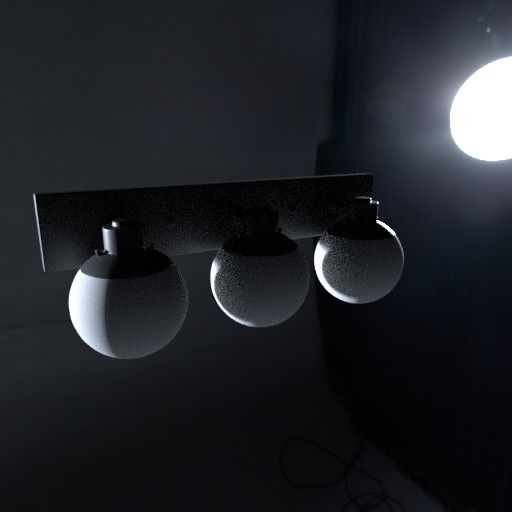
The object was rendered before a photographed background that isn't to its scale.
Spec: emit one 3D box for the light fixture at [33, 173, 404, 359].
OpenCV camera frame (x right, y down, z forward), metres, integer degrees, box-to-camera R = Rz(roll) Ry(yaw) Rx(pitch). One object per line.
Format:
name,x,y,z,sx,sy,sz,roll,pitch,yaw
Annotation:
light fixture,0.000,0.000,0.845,0.721,0.263,0.218,-9,18,-28
